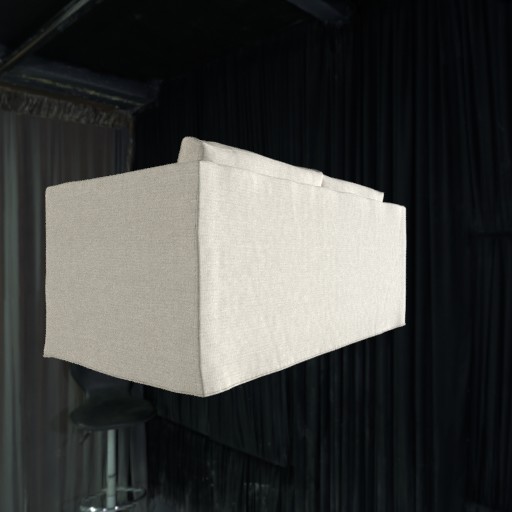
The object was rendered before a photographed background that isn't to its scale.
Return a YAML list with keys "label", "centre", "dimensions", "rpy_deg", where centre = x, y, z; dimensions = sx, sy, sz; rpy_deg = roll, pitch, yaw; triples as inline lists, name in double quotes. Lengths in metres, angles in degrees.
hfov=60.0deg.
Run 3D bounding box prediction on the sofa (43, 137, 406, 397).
- label: "sofa"
  centre: [0.000, 0.000, 2.259]
  dimensions: [0.956, 0.828, 1.766]
  rpy_deg: [0, 1, 38]
